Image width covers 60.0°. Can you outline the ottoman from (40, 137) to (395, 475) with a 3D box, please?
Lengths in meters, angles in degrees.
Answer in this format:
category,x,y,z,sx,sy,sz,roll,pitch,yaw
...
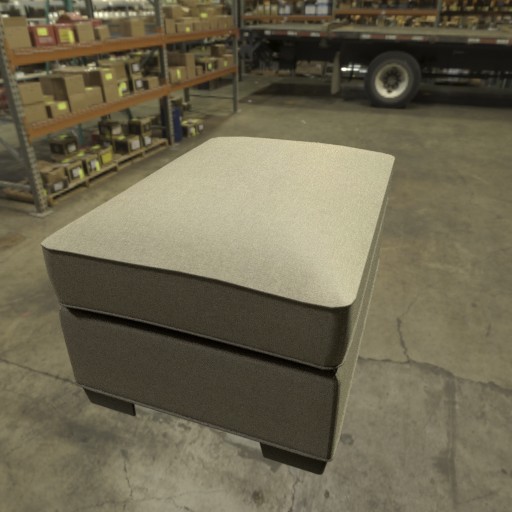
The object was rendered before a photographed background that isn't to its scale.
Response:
category,x,y,z,sx,sy,sz,roll,pitch,yaw
ottoman,0.000,0.000,1.201,0.619,0.504,0.843,10,31,17
